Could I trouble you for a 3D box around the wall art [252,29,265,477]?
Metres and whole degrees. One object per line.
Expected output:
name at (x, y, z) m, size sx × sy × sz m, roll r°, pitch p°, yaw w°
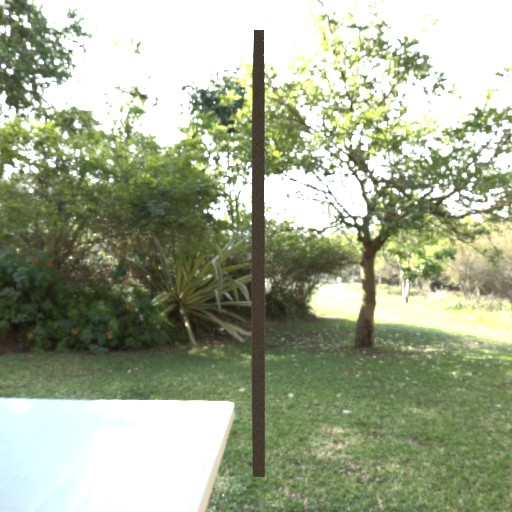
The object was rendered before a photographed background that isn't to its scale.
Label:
wall art at (0.000, 0.000, 1.196) m, size 0.022 × 0.803 × 0.805 m, roll 0°, pitch -1°, yaw -1°
